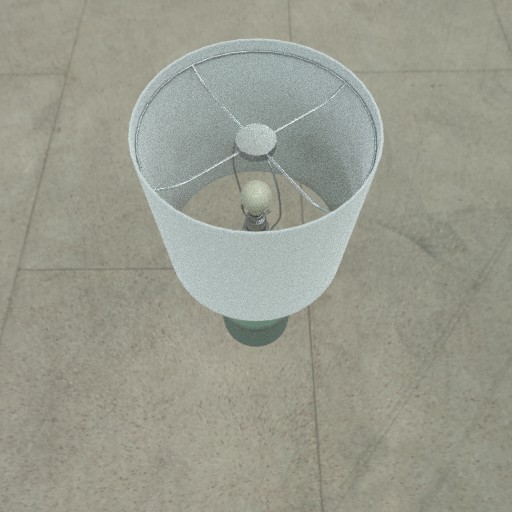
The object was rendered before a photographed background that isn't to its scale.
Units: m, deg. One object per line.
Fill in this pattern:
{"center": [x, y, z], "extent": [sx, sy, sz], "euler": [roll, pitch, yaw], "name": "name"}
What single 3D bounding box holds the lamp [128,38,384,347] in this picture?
{"center": [0.000, 0.000, 0.590], "extent": [0.212, 0.493, 0.212], "euler": [-33, 68, -15], "name": "lamp"}
